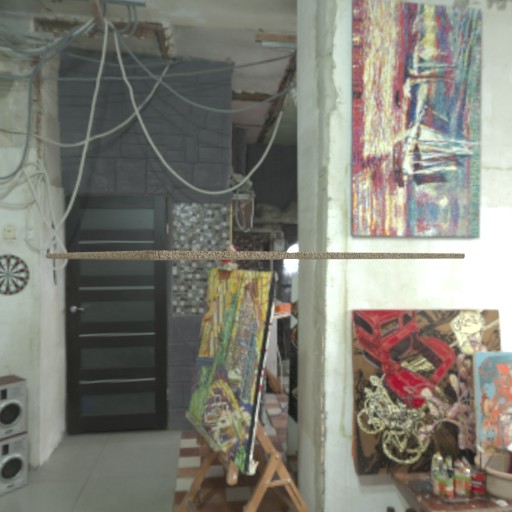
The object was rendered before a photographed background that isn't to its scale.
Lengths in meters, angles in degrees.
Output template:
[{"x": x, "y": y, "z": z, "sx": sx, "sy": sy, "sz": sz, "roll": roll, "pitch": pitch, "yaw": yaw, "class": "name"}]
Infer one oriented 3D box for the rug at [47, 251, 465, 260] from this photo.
[{"x": 0.000, "y": 0.000, "z": 2.101, "sx": 1.600, "sy": 0.025, "sz": 1.199, "roll": 0, "pitch": 0, "yaw": -37, "class": "rug"}]
